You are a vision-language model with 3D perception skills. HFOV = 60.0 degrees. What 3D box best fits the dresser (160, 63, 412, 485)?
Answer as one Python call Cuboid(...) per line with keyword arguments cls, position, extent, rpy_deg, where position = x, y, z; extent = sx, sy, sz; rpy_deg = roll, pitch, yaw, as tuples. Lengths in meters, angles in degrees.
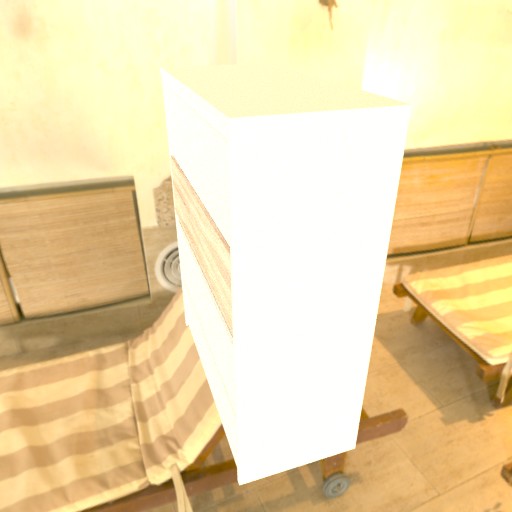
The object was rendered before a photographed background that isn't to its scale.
Cuboid(cls="dresser", position=(0.000, 0.000, 1.406), extent=(0.380, 1.040, 0.800), rpy_deg=(-10, 31, -16))
